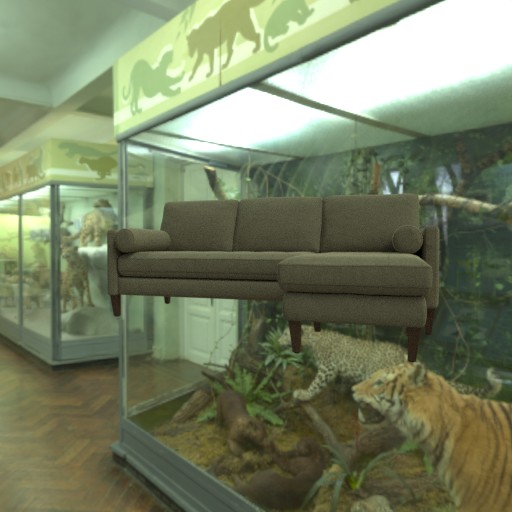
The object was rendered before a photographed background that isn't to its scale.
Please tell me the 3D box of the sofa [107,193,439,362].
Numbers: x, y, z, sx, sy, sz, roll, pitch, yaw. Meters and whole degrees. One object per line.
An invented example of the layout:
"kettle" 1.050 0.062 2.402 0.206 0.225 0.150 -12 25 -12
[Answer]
"sofa" 0.000 0.000 2.846 2.178 0.875 1.506 0 1 18
